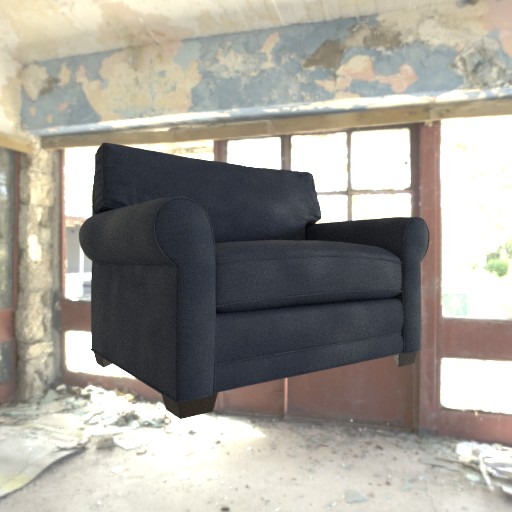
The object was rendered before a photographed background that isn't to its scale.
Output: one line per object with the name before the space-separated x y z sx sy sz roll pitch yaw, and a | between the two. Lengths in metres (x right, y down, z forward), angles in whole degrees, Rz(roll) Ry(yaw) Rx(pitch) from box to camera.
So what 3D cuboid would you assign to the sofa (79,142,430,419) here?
sofa | 0.000 0.000 2.061 1.405 1.004 0.938 0 0 -36
